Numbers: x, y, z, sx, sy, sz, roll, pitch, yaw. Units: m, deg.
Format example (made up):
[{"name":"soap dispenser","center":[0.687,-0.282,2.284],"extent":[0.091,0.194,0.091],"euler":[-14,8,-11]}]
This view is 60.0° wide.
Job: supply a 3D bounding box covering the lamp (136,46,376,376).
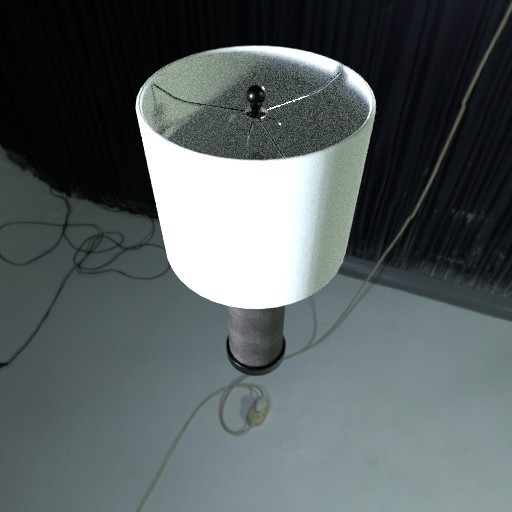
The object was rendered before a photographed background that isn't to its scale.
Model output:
[{"name":"lamp","center":[0.000,0.000,0.795],"extent":[0.305,0.634,0.305],"euler":[11,48,10]}]
